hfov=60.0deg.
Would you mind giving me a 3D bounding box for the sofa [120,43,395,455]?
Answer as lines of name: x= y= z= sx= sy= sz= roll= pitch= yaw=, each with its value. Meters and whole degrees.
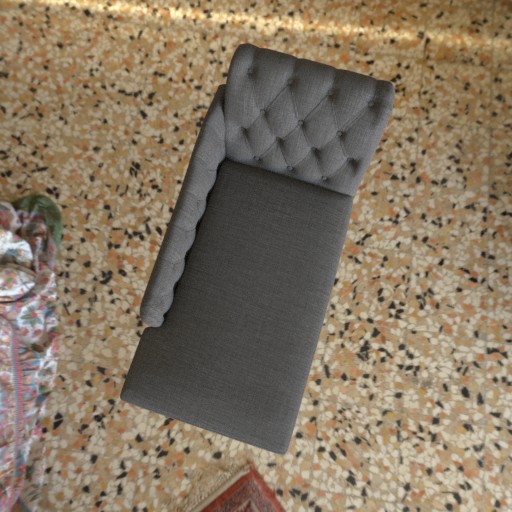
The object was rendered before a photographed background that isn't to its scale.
sofa: x=0.000 y=0.000 z=1.791 sx=0.675 sy=0.787 sz=1.379 roll=17 pitch=77 yaw=4
